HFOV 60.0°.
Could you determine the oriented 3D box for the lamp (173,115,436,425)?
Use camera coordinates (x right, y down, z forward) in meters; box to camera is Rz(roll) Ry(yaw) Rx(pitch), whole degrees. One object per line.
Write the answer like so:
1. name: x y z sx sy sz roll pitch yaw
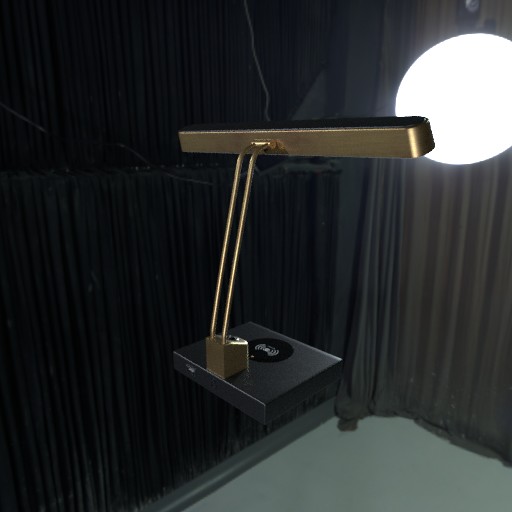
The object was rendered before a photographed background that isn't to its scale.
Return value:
1. lamp: 0.000 0.000 0.586 0.156 0.345 0.412 -14 20 -43
